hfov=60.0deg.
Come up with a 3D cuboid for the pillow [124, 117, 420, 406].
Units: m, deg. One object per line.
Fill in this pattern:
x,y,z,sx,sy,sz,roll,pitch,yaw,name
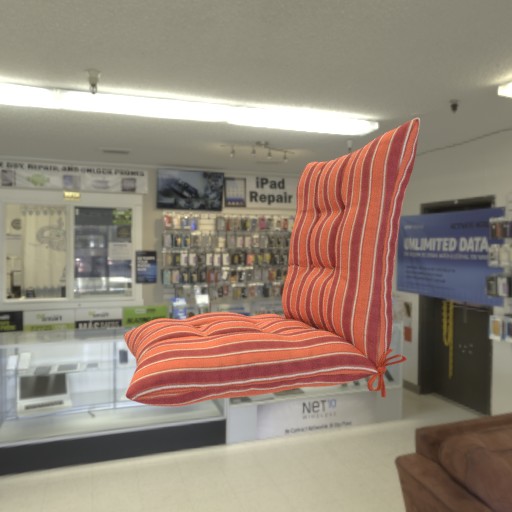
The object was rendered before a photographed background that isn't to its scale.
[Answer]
0.000,0.000,1.015,0.585,0.536,0.541,0,2,-17,pillow
